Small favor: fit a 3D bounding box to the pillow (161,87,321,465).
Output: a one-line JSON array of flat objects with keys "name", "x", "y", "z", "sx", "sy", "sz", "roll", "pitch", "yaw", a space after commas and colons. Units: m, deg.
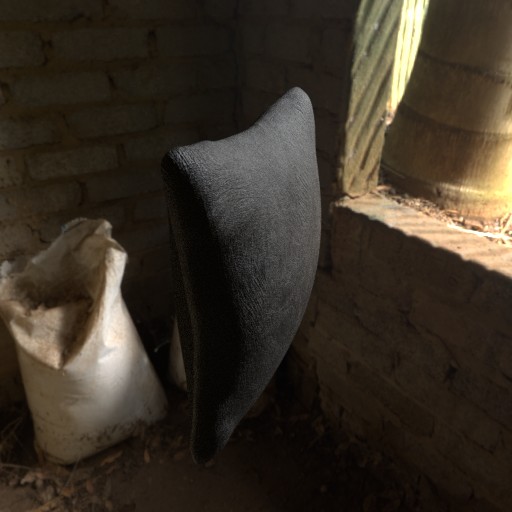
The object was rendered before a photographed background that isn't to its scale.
[{"name": "pillow", "x": 0.000, "y": 0.000, "z": 0.803, "sx": 0.210, "sy": 0.523, "sz": 0.533, "roll": 10, "pitch": 31, "yaw": 17}]
